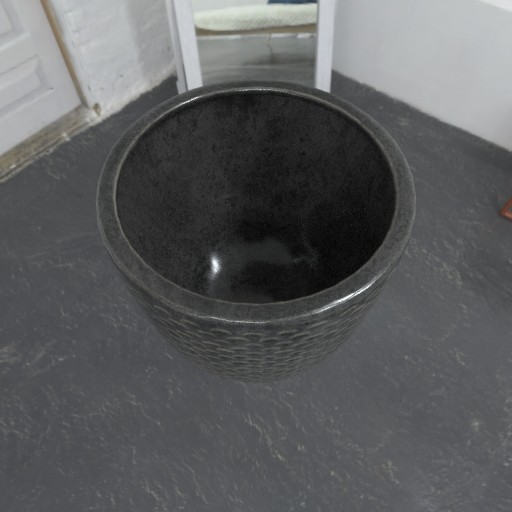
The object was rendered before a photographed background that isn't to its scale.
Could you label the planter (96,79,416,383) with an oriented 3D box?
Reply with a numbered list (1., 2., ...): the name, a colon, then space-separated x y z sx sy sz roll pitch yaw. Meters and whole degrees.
1. planter: 0.000 0.000 0.247 0.140 0.129 0.140 0 58 0
